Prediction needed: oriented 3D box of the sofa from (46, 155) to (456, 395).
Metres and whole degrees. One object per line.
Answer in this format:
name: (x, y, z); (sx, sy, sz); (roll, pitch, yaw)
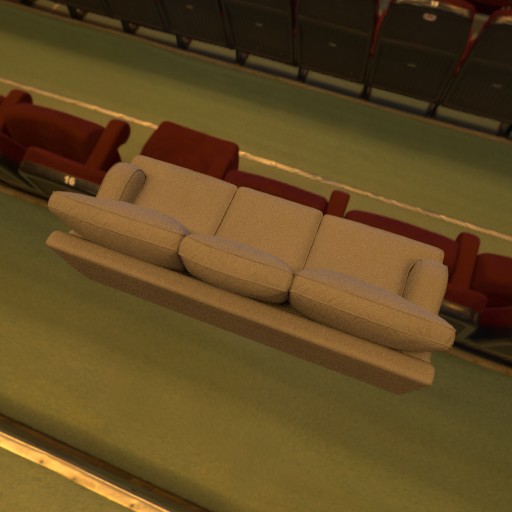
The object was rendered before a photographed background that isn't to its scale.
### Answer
sofa: (0.000, 0.000, 2.872); (2.323, 0.991, 1.016); (19, 63, 10)
